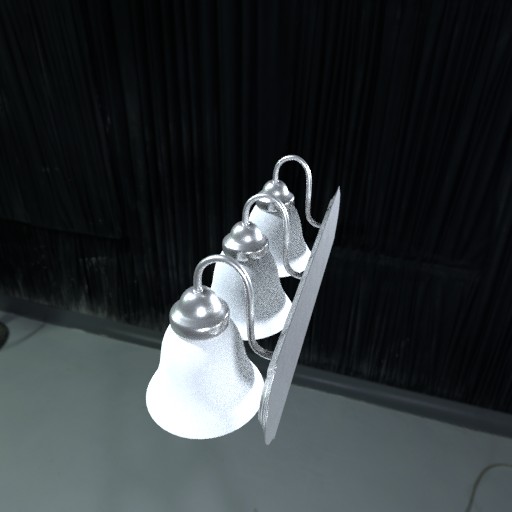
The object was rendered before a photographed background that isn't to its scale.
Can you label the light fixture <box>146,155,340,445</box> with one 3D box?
[{"bbox_3d":[0.000,0.000,0.722,0.199,0.222,0.610,8,31,14],"label":"light fixture"}]
